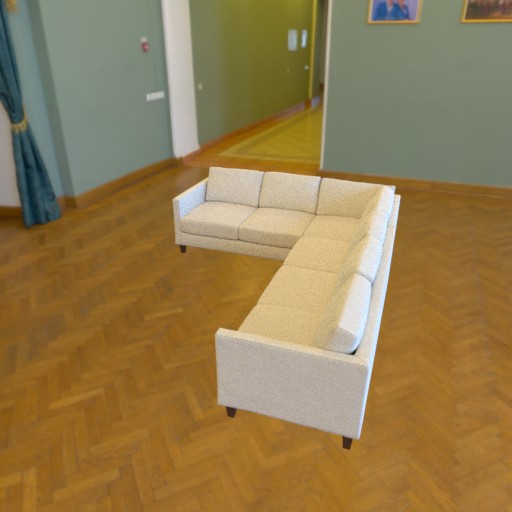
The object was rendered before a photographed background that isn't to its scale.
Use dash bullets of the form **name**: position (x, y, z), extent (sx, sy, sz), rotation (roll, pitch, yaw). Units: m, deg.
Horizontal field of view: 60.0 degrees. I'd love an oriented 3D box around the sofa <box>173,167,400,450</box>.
- **sofa**: position (0.000, 0.000, 4.213), extent (2.432, 0.863, 3.182), rotation (9, 27, 18)
